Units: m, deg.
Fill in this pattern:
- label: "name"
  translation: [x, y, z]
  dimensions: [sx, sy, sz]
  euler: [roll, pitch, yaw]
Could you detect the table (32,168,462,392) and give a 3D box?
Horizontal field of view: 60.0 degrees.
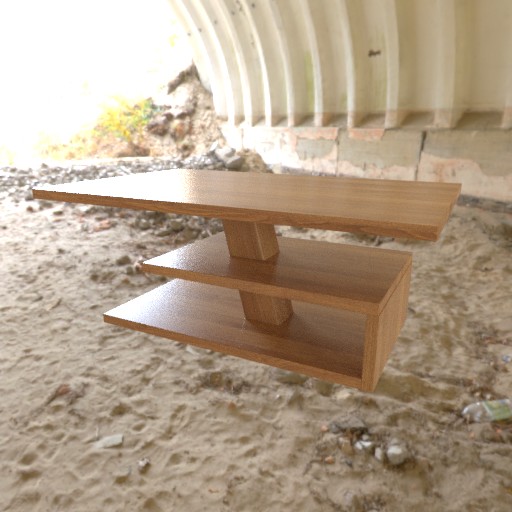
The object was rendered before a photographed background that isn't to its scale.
- label: "table"
  translation: [0.000, 0.000, 1.402]
  dimensions: [1.100, 0.442, 0.700]
  euler: [8, 18, 26]
